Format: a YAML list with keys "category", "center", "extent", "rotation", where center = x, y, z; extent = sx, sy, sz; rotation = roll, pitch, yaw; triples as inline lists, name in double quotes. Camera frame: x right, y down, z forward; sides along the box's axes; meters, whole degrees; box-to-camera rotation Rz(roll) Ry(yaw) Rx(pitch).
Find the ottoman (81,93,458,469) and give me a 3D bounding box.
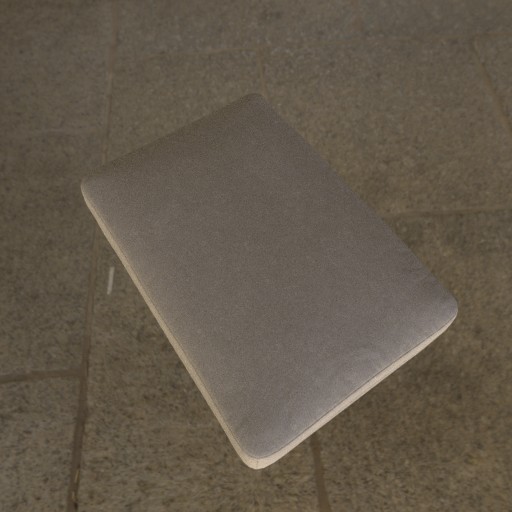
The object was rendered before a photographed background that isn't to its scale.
- category: "ottoman"
  center: [0.000, 0.000, 1.631]
  extent: [0.840, 0.429, 1.199]
  rotation: [-31, 67, -15]
